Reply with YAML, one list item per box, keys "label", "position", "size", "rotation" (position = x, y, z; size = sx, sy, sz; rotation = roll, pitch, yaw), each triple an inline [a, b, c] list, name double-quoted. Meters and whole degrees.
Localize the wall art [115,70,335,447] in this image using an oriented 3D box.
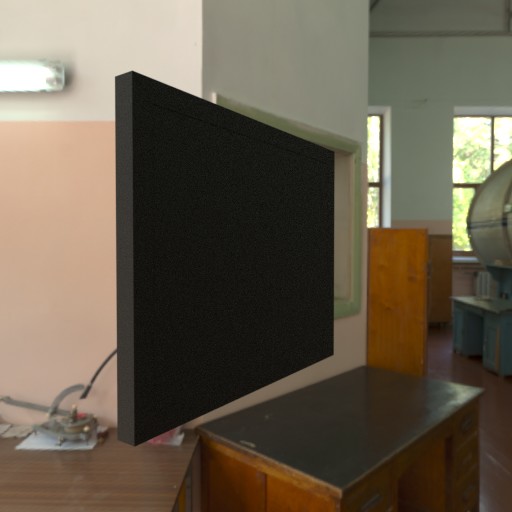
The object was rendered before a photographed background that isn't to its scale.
- label: "wall art"
  position: [0.000, 0.000, 0.559]
  size: [0.024, 0.329, 0.404]
  rotation: [1, 2, 35]
